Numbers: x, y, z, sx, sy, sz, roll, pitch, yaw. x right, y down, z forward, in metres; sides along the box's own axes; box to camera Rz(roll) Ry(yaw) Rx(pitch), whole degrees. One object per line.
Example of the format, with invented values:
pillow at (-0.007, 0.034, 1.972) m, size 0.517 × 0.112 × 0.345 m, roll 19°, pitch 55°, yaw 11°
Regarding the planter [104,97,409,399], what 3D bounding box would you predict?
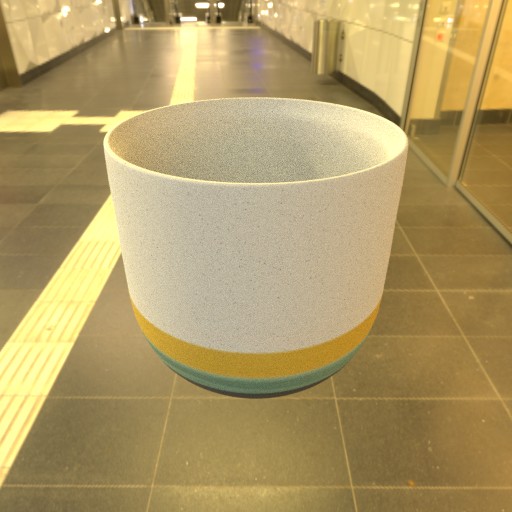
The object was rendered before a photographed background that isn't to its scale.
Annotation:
planter at (0.000, 0.000, 0.471) m, size 0.268 × 0.270 × 0.268 m, roll 0°, pitch 31°, yaw 0°
